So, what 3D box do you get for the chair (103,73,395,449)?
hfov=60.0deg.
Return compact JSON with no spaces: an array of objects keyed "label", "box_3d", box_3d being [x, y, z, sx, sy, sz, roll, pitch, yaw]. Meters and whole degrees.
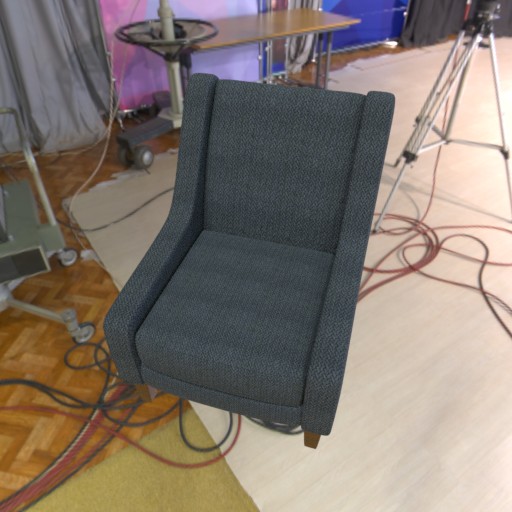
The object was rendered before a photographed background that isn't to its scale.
[{"label":"chair","box_3d":[0.000,0.000,1.671,0.793,1.012,0.944,11,42,13]}]
